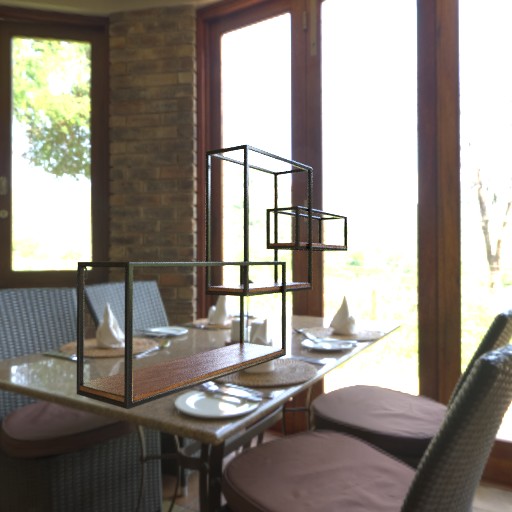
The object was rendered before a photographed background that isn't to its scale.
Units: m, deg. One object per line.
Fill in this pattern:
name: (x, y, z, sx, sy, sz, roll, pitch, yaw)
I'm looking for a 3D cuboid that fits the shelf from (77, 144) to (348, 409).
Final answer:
shelf: (0.000, 0.000, 2.191, 0.275, 0.972, 1.781, 0, -1, 35)
